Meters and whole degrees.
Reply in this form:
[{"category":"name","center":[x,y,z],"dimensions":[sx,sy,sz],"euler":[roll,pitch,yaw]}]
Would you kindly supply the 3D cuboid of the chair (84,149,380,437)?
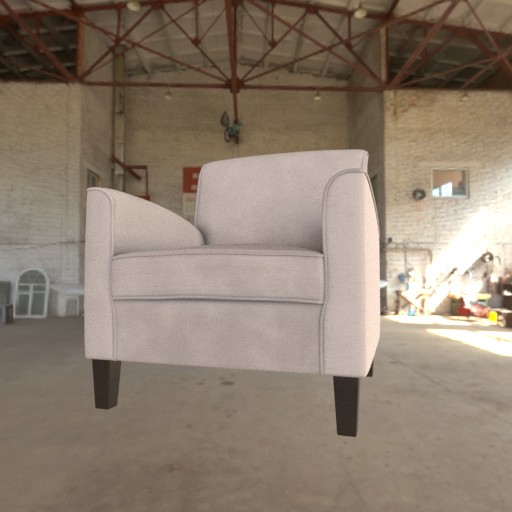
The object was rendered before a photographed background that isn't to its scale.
[{"category":"chair","center":[0.000,0.000,1.556],"dimensions":[0.820,0.915,0.821],"euler":[-1,-3,18]}]
